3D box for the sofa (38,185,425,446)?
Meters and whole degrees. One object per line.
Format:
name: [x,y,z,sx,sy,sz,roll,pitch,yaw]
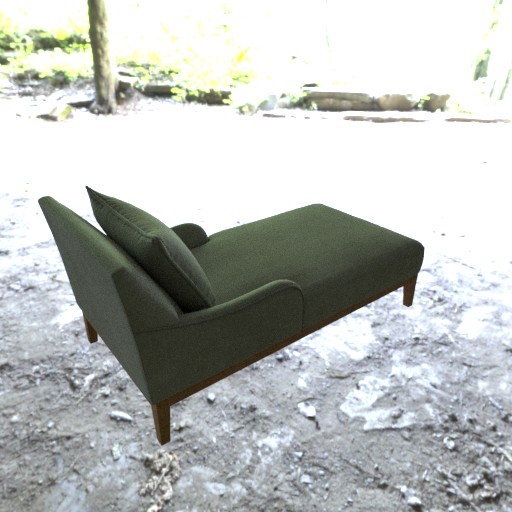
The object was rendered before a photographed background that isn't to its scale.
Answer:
sofa: [0.000,0.000,2.313,1.779,0.859,0.894,-19,33,-33]
